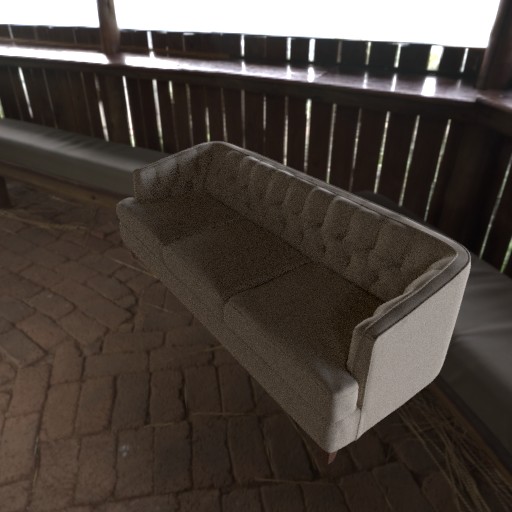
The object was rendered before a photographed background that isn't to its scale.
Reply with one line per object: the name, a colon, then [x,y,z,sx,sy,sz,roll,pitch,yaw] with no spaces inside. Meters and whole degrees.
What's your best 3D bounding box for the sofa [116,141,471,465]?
sofa: [0.000,0.000,2.632,0.913,0.788,2.235,-20,36,-30]
